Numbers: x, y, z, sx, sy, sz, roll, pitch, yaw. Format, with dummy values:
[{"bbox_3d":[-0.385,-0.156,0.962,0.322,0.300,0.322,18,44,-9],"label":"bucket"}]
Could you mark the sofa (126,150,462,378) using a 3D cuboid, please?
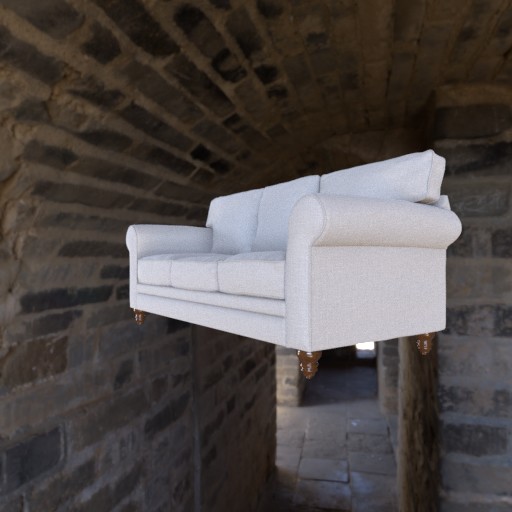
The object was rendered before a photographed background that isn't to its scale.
[{"bbox_3d":[0.000,0.000,2.651,0.916,0.961,2.084,0,-1,-35],"label":"sofa"}]
